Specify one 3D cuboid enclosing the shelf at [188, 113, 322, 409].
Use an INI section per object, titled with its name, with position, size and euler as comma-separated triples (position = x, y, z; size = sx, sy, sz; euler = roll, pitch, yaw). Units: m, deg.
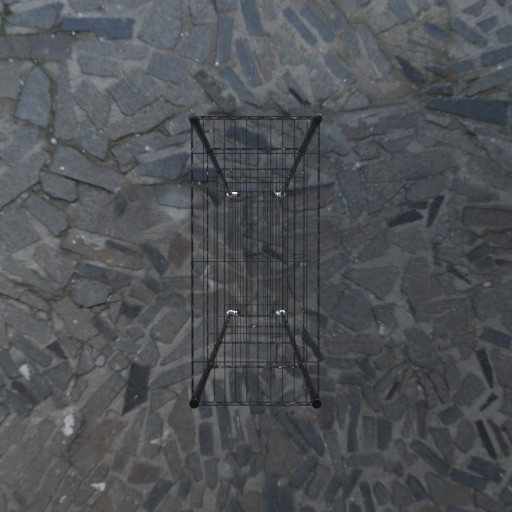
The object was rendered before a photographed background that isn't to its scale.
[shelf]
position = 0.000, 0.000, 1.939
size = 0.356, 1.645, 0.762
euler = 0, 91, 0
